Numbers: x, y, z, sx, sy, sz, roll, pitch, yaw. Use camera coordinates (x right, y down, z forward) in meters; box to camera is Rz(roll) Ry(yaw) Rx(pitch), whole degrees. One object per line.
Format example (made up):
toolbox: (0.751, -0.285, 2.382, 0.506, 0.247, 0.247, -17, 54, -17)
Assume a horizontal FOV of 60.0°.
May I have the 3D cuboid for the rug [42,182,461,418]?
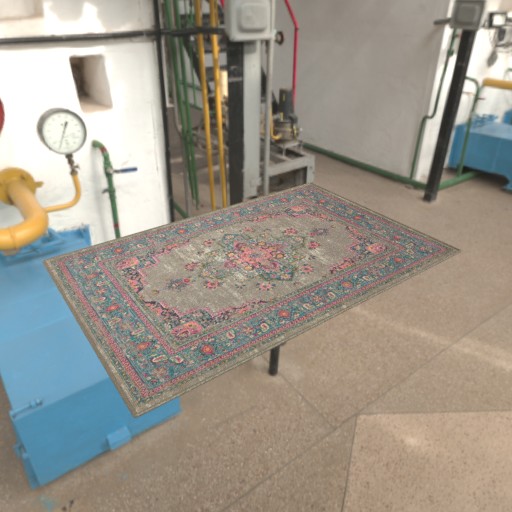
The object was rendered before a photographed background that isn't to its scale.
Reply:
rug: (0.000, 0.000, 2.198, 1.748, 0.014, 1.144, -20, 36, -30)
